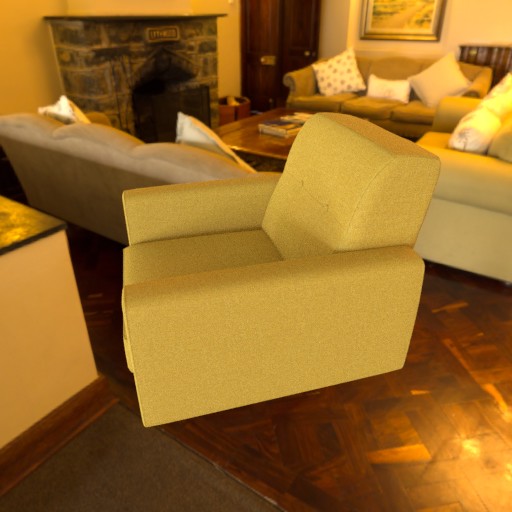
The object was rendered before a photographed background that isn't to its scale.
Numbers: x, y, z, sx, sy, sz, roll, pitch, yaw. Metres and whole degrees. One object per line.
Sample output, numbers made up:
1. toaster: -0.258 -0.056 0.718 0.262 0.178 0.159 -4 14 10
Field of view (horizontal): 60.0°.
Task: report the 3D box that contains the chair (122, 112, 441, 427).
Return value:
1. chair: 0.000 0.000 1.540 0.909 0.841 0.831 -7 30 -13
